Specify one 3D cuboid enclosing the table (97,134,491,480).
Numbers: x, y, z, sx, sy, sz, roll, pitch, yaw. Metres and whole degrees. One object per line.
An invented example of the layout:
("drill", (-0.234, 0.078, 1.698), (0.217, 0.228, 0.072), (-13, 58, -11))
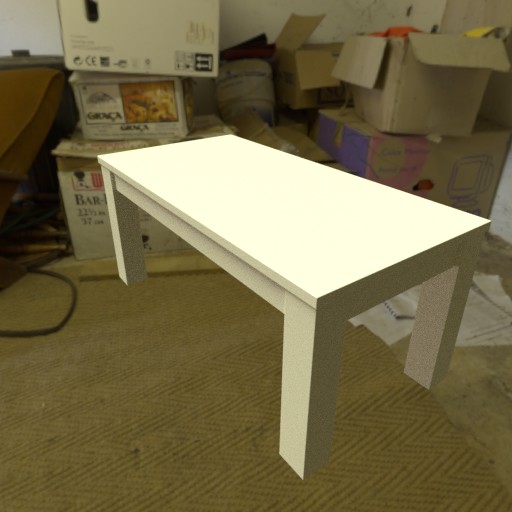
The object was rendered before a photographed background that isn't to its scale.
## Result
("table", (0.000, 0.000, 2.272), (0.900, 0.790, 1.800), (-19, 33, -31))
